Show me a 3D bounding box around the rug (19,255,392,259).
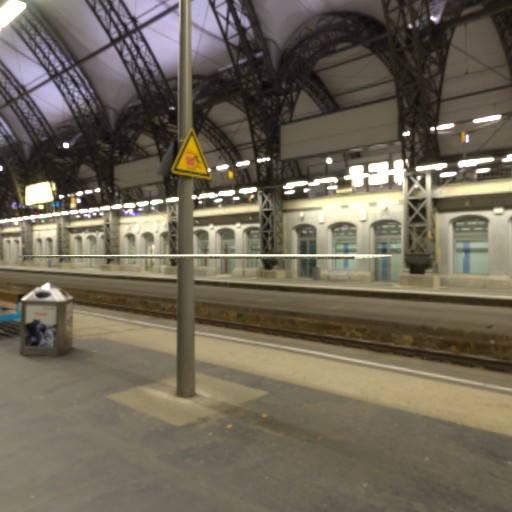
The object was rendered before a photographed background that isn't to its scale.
[{"bbox_3d":[0.000,0.000,2.313,1.260,0.009,1.820,0,0,20],"label":"rug"}]
